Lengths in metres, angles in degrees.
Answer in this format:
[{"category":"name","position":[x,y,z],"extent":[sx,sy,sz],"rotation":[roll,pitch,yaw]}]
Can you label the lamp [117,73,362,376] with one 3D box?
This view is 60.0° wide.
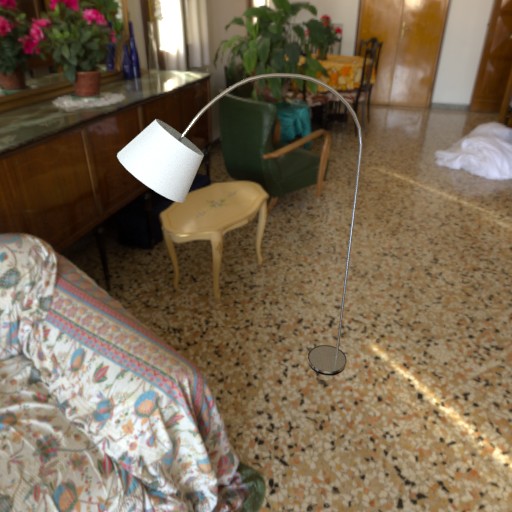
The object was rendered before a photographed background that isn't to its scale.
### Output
[{"category":"lamp","position":[0.000,0.000,2.737],"extent":[1.445,2.098,0.406],"rotation":[-10,32,-16]}]
